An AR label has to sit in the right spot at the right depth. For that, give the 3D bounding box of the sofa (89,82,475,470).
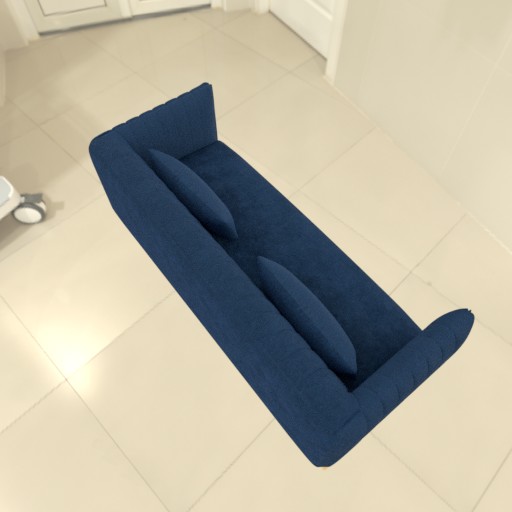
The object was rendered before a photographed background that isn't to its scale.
[{"bbox_3d":[0.000,0.000,2.528,0.896,0.793,2.136,-34,64,-19],"label":"sofa"}]
